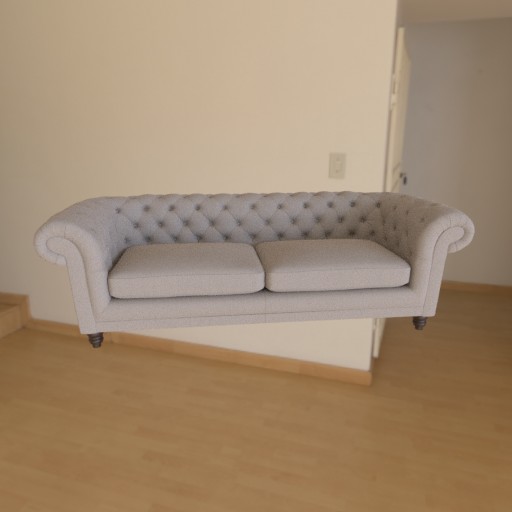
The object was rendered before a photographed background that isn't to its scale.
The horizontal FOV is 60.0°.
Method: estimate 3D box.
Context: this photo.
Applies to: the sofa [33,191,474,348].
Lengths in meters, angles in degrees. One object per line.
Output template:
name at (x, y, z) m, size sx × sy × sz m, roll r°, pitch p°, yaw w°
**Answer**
sofa at (0.000, 0.000, 2.876) m, size 2.411 × 0.749 × 0.991 m, roll -2°, pitch 16°, yaw -7°
